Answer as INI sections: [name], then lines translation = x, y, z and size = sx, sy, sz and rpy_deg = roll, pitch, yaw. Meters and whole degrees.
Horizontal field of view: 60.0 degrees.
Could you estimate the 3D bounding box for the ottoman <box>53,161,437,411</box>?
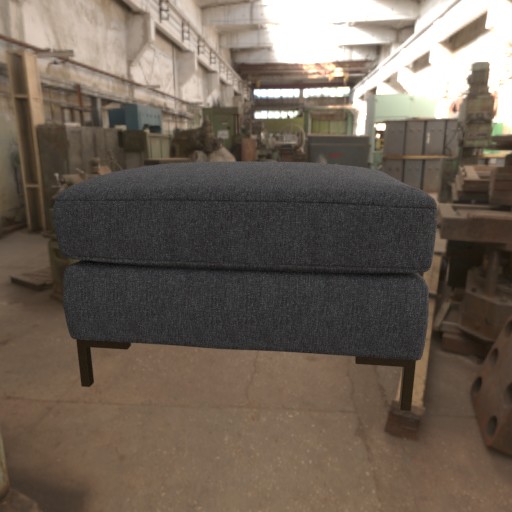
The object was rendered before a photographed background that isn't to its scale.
[ottoman]
translation = 0.000, 0.000, 1.296
size = 0.831, 0.533, 0.695
rpy_deg = 2, 15, 7
